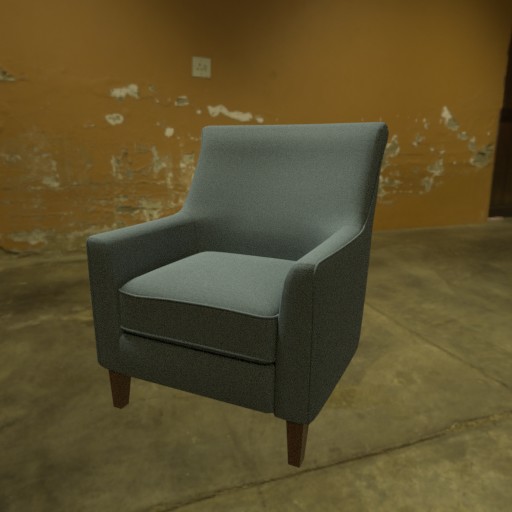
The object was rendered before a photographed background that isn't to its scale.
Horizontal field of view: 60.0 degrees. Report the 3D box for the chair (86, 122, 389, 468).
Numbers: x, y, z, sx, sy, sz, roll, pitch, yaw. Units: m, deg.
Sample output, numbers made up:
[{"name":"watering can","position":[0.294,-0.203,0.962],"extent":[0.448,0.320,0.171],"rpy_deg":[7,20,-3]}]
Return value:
[{"name":"chair","position":[0.000,0.000,1.564],"extent":[0.756,0.916,0.879],"rpy_deg":[7,16,25]}]
